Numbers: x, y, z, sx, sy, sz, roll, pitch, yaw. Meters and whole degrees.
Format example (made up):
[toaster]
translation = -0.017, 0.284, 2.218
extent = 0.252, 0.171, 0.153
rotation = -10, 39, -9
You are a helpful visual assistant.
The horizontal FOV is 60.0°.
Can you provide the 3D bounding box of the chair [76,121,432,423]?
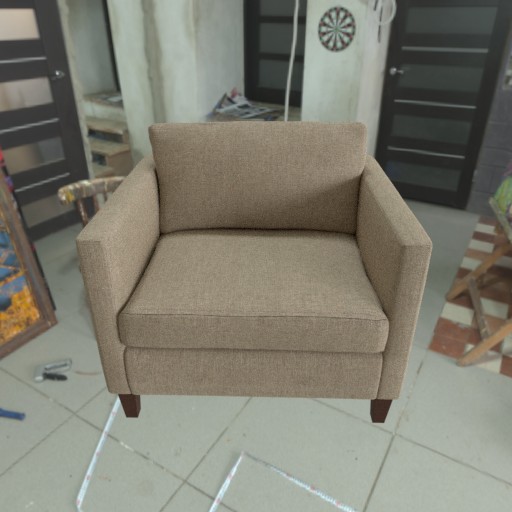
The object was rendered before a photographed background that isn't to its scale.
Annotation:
[chair]
translation = 0.000, 0.000, 1.843
extent = 1.107, 0.987, 0.959
rotation = 1, 29, 1
